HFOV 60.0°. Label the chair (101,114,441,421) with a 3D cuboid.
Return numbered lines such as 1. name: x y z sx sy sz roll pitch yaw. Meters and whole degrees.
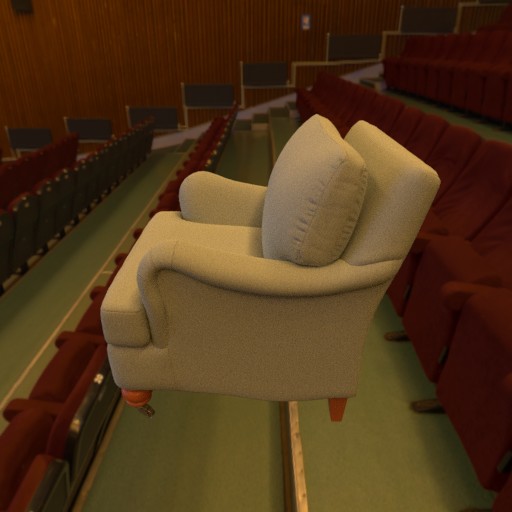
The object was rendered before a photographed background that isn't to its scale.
1. chair: 0.000 0.000 1.846 1.070 1.038 0.955 0 26 0
